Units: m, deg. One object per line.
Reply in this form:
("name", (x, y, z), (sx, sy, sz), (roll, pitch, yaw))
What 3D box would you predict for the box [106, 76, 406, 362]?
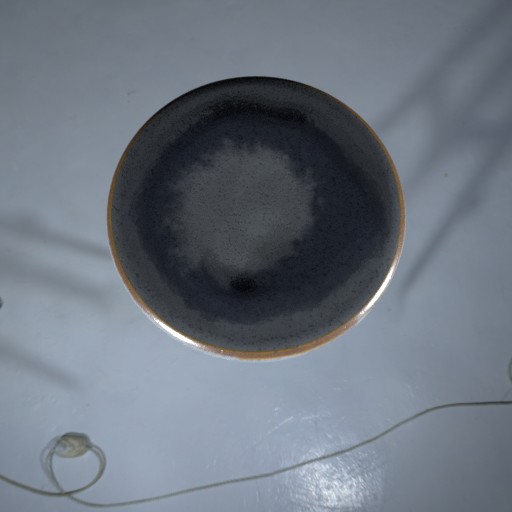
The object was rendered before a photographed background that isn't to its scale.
("box", (0.000, 0.000, 0.252), (0.118, 0.168, 0.118), (0, 76, 0))
